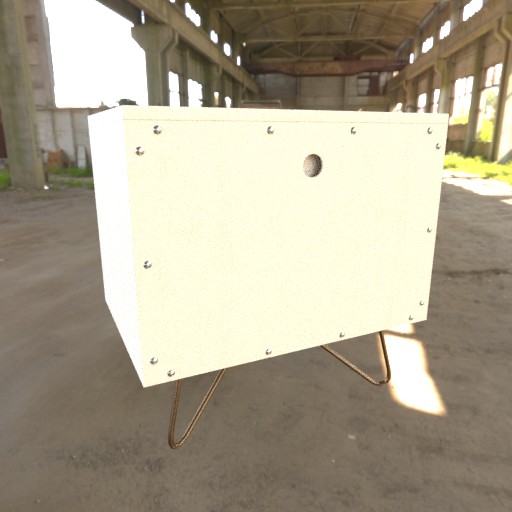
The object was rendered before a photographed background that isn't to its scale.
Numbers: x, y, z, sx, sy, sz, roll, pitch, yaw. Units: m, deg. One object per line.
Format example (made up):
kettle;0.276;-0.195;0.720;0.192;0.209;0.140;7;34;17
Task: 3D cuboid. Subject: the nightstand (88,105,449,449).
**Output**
nightstand;0.000;0.000;0.996;0.614;0.604;0.447;-7;17;-25
